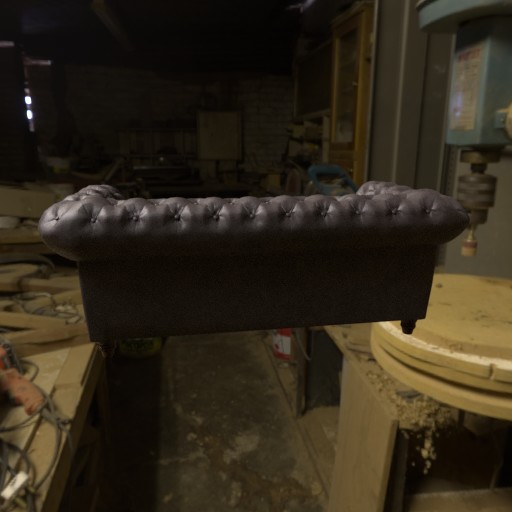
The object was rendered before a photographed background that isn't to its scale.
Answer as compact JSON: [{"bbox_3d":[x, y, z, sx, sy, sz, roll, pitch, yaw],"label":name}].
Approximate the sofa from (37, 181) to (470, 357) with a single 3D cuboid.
[{"bbox_3d":[0.000,0.000,2.478,2.048,0.779,0.944,-2,15,-9],"label":"sofa"}]
